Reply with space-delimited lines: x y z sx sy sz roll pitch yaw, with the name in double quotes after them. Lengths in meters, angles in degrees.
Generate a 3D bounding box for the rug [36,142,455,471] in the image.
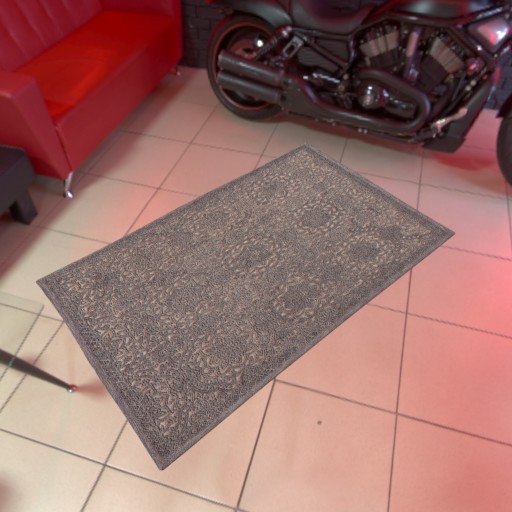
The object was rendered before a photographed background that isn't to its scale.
0.000 0.000 3.049 2.498 0.022 1.535 -32 55 -26 "rug"
